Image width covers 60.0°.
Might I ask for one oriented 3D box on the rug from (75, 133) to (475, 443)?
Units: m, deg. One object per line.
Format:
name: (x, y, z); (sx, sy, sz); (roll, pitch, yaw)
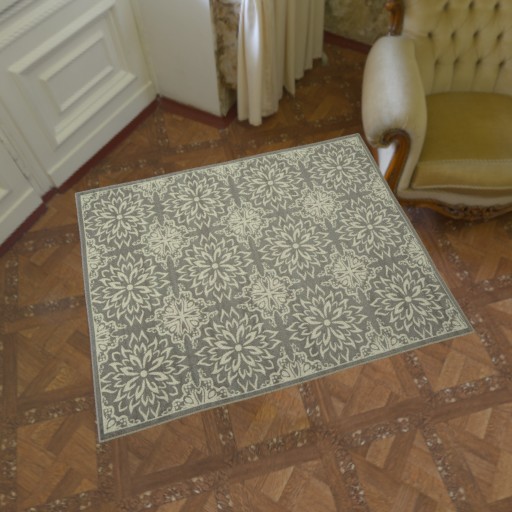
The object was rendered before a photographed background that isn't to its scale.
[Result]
rug: (0.000, 0.000, 3.935); (2.980, 0.012, 2.363); (-14, 59, -8)
